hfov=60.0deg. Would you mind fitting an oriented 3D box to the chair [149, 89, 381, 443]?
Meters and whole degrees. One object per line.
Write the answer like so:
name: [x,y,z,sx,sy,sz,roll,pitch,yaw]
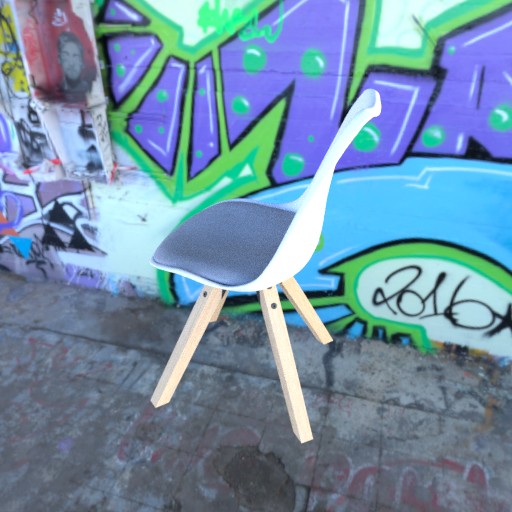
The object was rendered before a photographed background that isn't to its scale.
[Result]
chair: [0.000,0.000,1.206,0.550,0.850,0.485,8,31,14]
